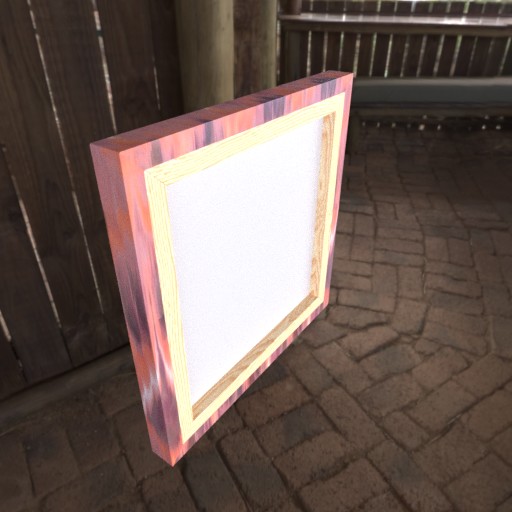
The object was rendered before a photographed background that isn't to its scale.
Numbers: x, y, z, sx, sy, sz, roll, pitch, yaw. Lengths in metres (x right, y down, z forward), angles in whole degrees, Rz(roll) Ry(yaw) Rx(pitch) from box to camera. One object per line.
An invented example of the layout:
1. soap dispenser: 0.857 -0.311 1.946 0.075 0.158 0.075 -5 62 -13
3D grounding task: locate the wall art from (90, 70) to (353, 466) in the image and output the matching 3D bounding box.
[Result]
1. wall art: 0.000 0.000 0.593 0.038 0.406 0.403 22 38 30
